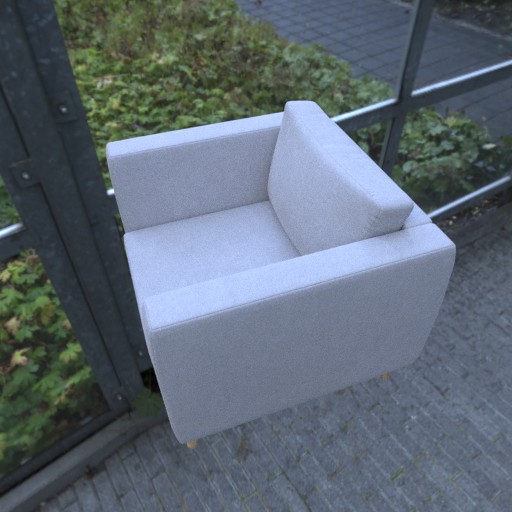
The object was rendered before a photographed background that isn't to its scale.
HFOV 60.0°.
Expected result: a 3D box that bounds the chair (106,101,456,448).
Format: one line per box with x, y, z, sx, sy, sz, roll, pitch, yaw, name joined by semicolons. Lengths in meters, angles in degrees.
0.000;0.000;1.695;0.930;0.860;1.000;-14;47;-14;chair
